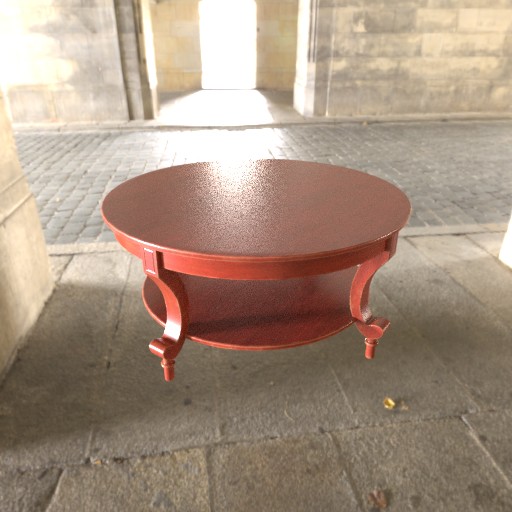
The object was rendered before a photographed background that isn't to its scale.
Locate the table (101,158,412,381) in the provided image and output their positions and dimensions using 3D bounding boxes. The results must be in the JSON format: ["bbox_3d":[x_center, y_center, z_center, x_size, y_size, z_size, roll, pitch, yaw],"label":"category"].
[{"bbox_3d":[0.000,0.000,1.635,1.029,0.486,1.029,0,26,0],"label":"table"}]
